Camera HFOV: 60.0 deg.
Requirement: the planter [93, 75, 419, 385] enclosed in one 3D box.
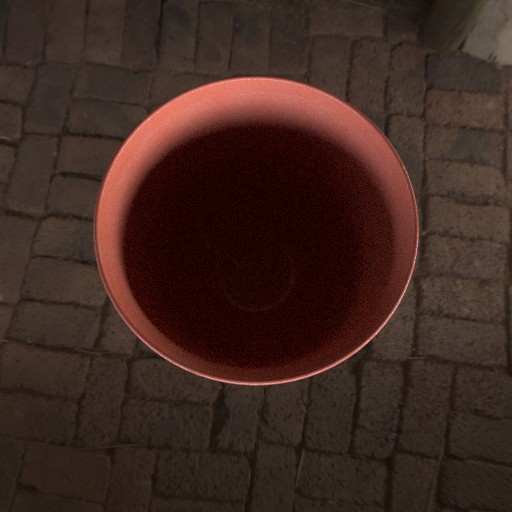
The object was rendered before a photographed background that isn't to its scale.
[{"bbox_3d":[0.000,0.000,0.492,0.266,0.270,0.266,0,76,0],"label":"planter"}]
